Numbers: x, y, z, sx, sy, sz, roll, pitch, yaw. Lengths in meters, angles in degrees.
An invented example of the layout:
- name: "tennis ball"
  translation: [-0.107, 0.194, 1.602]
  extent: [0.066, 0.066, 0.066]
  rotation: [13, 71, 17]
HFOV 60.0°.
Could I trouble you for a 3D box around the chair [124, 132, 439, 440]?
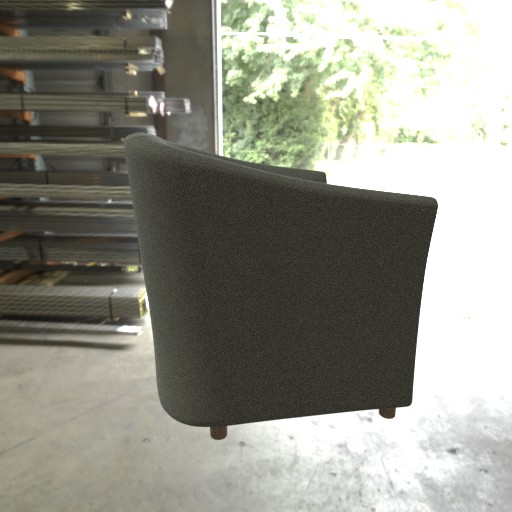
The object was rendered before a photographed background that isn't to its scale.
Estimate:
- name: "chair"
  translation: [0.000, 0.000, 1.344]
  extent: [0.700, 0.720, 0.790]
  rotation: [-3, 15, -10]
